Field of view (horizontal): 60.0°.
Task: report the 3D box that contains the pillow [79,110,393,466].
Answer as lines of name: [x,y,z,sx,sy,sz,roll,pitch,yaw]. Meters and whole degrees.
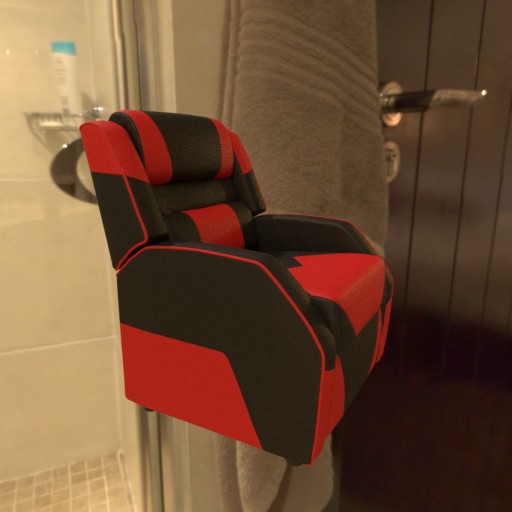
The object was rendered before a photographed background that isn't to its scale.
pillow: [0.000,0.000,1.274,0.672,0.805,0.620,8,16,29]
